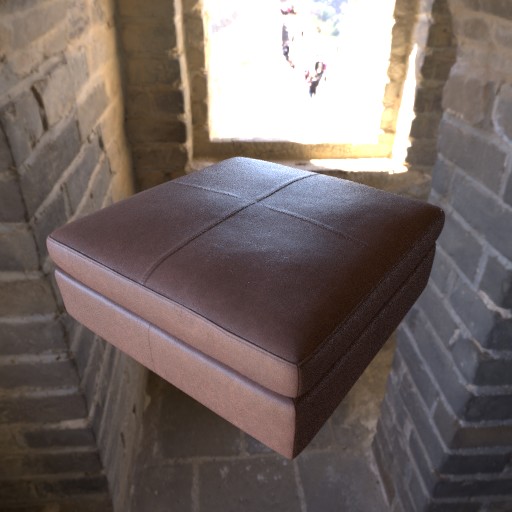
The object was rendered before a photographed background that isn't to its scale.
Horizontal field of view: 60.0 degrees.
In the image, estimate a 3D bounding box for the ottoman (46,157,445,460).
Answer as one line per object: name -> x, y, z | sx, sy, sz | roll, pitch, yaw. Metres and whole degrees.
ottoman -> 0.000, 0.000, 1.819 | 1.168, 0.490, 1.168 | 21, 37, 31
